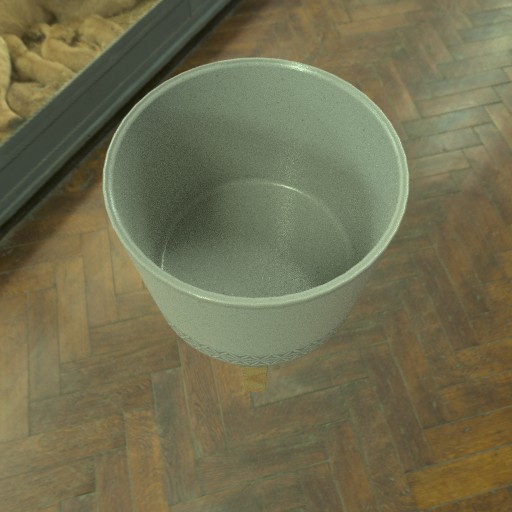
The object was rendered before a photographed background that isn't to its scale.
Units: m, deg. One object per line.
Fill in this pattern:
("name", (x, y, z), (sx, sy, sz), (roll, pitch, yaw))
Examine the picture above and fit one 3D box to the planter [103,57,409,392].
("planter", (0.000, 0.000, 0.268), (0.130, 0.178, 0.130), (0, 63, 0))
